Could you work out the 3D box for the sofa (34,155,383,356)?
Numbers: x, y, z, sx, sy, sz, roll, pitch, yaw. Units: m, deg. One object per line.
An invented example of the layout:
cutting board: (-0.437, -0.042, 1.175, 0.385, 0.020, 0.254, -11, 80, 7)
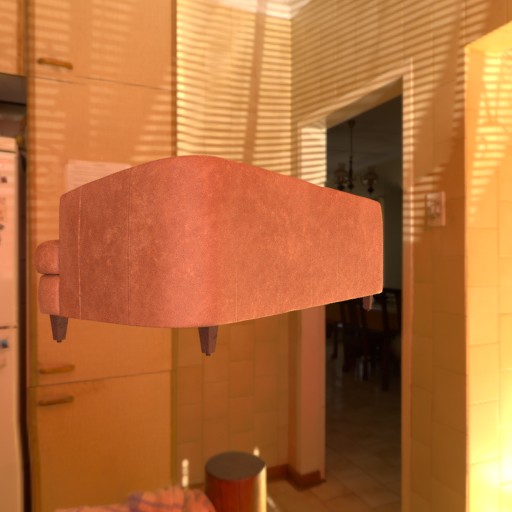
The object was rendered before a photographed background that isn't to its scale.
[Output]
sofa: (0.000, 0.000, 2.669, 0.922, 0.791, 2.257, 0, 0, 35)
